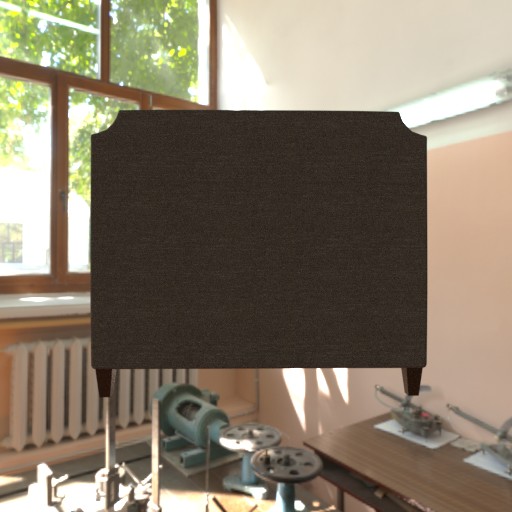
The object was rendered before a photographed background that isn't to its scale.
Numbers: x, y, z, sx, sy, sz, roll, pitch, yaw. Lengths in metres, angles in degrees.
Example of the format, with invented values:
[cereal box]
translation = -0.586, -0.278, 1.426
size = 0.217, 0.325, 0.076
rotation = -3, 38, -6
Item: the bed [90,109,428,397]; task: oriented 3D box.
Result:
[bed]
translation = 0.000, 0.000, 3.424
size = 1.713, 1.457, 2.381
rotation = 0, -1, -1
